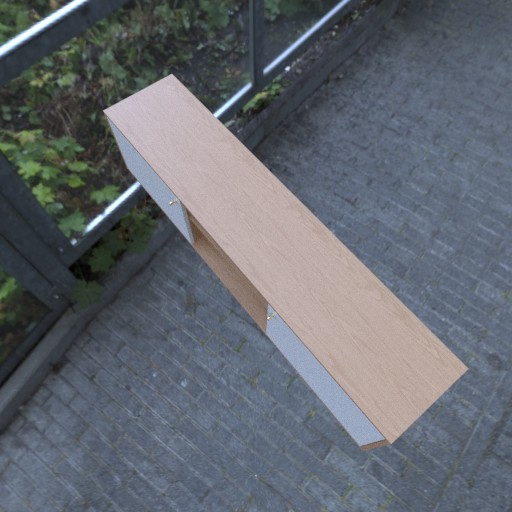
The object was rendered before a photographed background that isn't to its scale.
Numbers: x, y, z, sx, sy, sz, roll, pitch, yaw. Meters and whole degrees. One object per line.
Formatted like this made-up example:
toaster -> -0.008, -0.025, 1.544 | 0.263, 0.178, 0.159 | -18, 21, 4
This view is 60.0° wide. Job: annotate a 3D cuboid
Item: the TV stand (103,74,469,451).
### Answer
TV stand -> 0.000, 0.000, 1.982 | 0.400, 0.580, 1.760 | -36, 69, -16
